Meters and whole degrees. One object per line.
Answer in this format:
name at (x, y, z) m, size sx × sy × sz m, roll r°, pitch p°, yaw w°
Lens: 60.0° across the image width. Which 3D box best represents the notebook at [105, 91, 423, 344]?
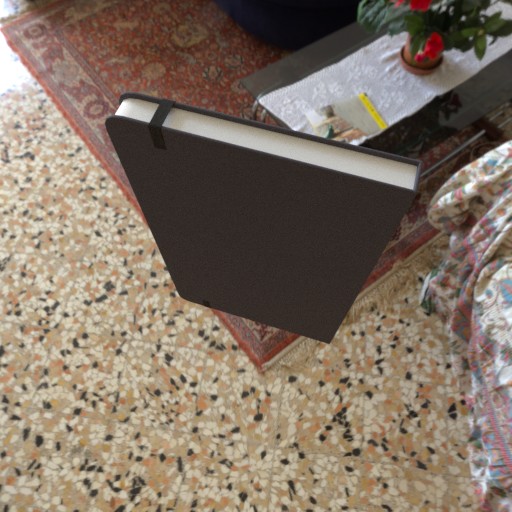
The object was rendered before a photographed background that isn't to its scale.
notebook at (0.000, 0.000, 0.267) m, size 0.127 × 0.213 × 0.016 m, roll 16°, pitch 65°, yaw 8°
